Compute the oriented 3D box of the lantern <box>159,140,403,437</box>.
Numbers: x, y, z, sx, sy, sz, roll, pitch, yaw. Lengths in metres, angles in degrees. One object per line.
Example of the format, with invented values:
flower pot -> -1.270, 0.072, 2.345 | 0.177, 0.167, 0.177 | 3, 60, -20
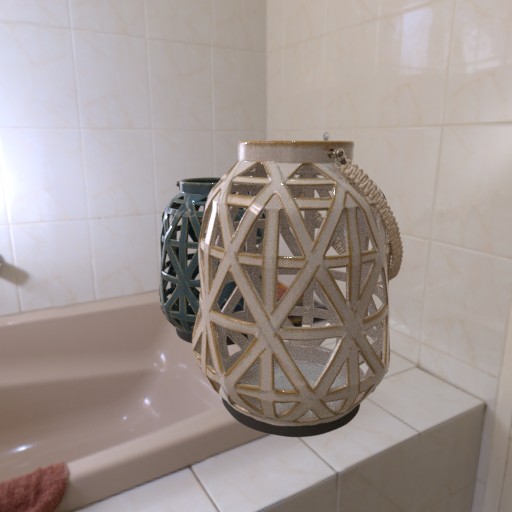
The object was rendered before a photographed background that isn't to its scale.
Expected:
lantern -> 0.000, 0.000, 0.611 | 0.245, 0.307, 0.439 | -8, 16, -27
